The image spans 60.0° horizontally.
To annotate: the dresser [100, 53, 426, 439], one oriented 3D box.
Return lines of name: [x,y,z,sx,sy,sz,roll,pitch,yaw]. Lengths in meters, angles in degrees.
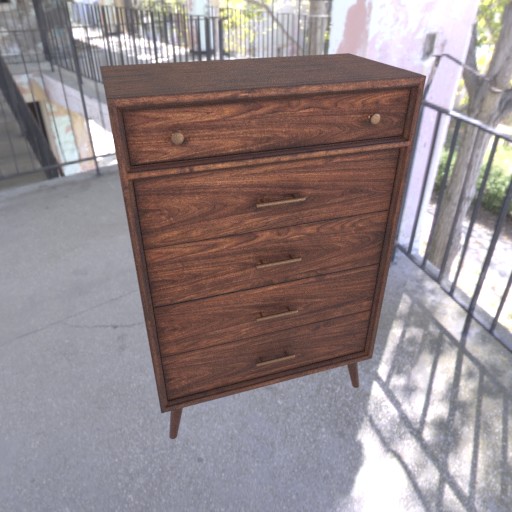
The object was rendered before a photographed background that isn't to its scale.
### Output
dresser: [0.000,0.000,1.749,0.919,1.365,0.498,-10,34,-15]
